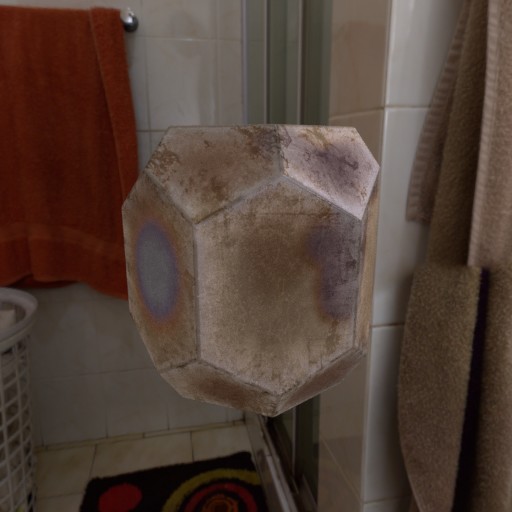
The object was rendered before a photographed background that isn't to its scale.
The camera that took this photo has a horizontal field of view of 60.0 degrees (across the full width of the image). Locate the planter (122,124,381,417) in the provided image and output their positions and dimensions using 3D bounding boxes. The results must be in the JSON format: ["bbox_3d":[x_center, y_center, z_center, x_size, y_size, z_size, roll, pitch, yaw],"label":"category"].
[{"bbox_3d":[0.000,0.000,0.428,0.243,0.238,0.221,-2,15,-9],"label":"planter"}]
